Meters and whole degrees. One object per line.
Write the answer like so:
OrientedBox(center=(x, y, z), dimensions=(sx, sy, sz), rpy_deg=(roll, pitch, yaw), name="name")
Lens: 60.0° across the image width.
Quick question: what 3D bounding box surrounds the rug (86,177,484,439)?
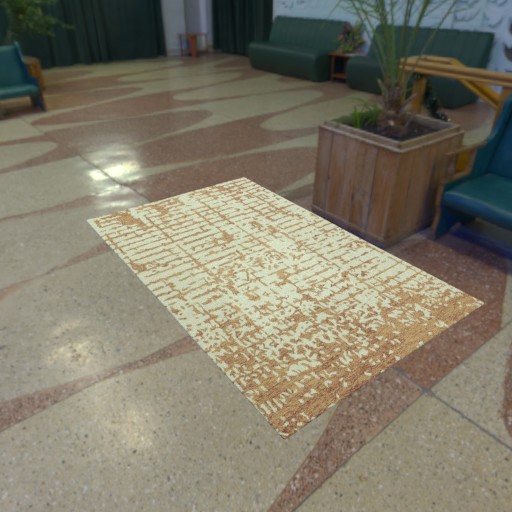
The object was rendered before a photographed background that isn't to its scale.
OrientedBox(center=(0.000, 0.000, 3.032), dimensions=(1.517, 0.011, 2.435), rpy_deg=(-21, 38, -30), name="rug")
